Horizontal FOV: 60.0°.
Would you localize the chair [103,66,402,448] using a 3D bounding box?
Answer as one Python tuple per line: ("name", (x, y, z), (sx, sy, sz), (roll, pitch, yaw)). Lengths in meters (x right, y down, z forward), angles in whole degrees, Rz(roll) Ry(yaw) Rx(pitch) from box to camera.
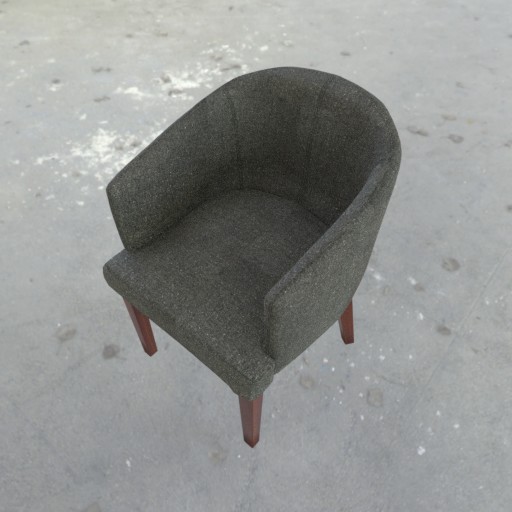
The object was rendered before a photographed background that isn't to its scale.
("chair", (0.000, 0.000, 1.236), (0.583, 0.811, 0.655), (32, 55, 26))
